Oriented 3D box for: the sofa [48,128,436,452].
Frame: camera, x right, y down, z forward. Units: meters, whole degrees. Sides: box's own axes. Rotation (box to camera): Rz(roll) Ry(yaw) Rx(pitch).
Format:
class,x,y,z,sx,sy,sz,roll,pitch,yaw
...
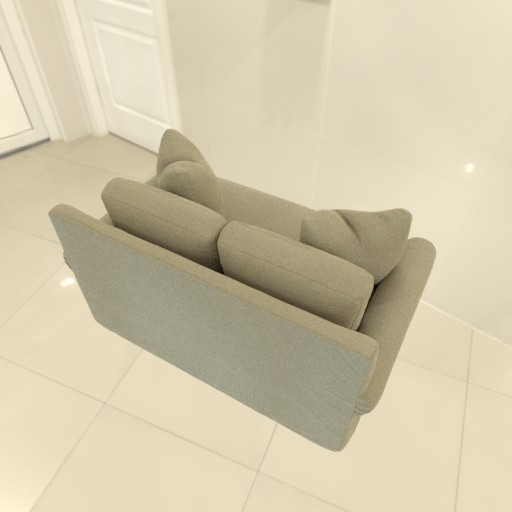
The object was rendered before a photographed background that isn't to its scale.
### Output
class,x,y,z,sx,sy,sz,roll,pitch,yaw
sofa,0.000,0.000,2.178,1.550,0.905,1.070,22,50,20
